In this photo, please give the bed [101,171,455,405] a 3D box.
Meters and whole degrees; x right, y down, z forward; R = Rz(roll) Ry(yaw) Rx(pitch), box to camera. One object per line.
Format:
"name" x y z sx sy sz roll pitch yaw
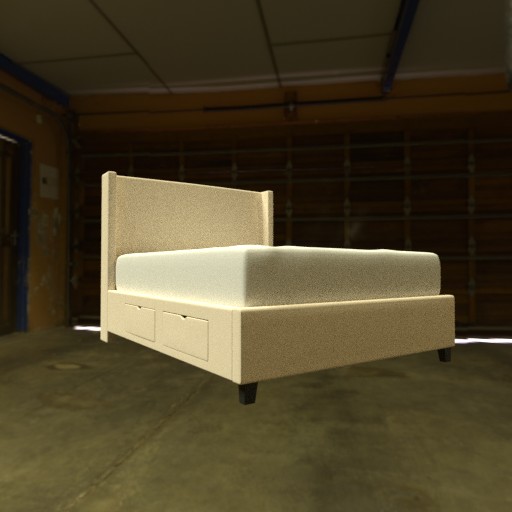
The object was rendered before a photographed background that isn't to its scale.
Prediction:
"bed" 0.000 0.000 3.494 1.765 1.471 2.280 1 -2 -35
